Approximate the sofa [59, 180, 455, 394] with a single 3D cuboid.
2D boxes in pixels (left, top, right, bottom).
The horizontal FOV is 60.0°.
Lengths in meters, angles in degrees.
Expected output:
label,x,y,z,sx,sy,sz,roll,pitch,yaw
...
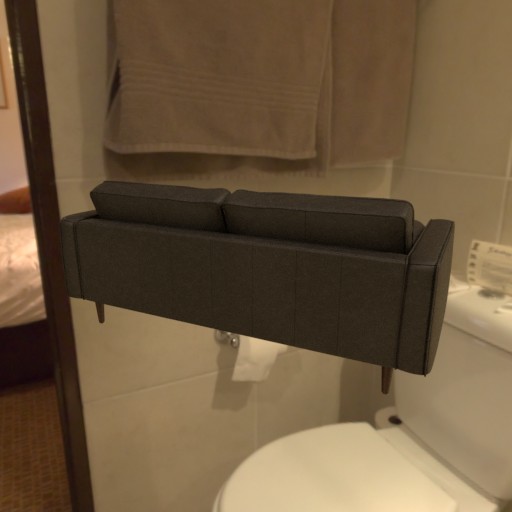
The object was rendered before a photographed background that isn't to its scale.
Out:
label,x,y,z,sx,sy,sz,roll,pitch,yaw
sofa,0.000,0.000,2.338,1.879,0.770,0.921,8,18,25
